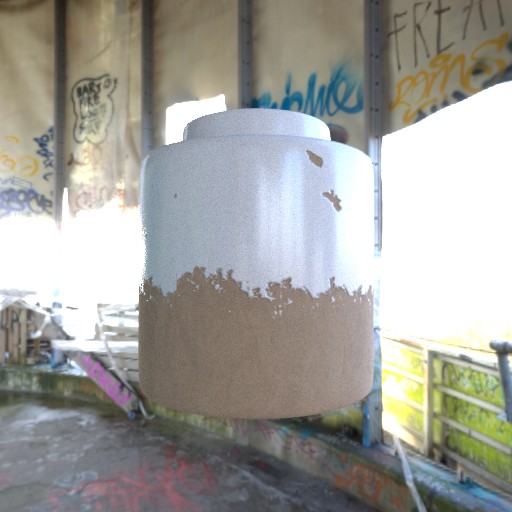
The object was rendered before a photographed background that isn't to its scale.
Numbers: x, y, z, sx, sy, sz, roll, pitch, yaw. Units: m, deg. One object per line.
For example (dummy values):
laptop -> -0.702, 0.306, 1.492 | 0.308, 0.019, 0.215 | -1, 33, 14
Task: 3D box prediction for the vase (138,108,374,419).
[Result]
vase -> 0.000, 0.000, 0.298 | 0.153, 0.167, 0.153 | 0, -1, 0
